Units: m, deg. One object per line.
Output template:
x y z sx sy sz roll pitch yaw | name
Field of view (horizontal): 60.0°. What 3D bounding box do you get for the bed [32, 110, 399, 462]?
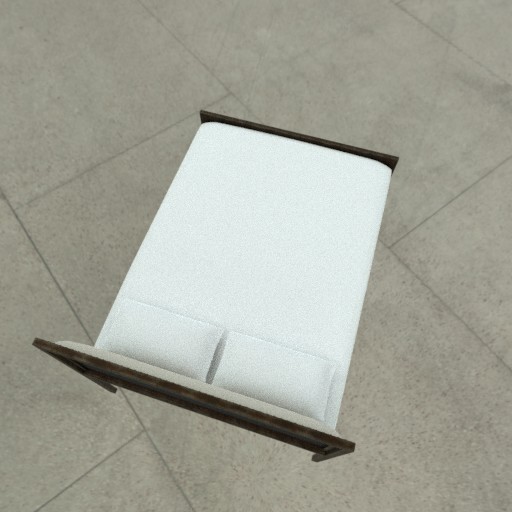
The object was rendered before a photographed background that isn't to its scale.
0.000 0.000 3.126 1.607 1.313 2.221 16 64 8 | bed
